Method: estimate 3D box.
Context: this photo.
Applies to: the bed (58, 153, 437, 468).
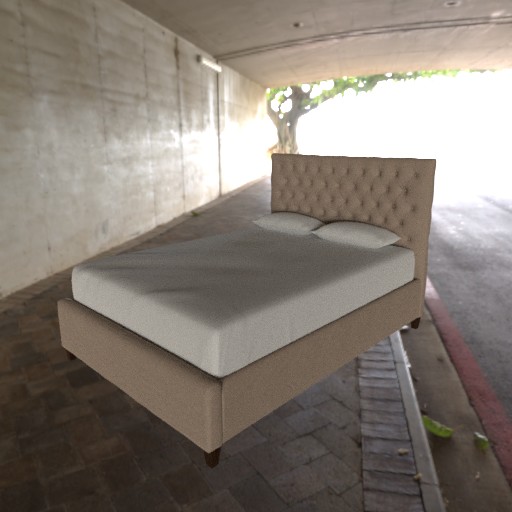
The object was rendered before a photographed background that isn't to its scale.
[{"bbox_3d":[0.000,0.000,3.359,1.698,1.427,2.387,14,20,42],"label":"bed"}]
